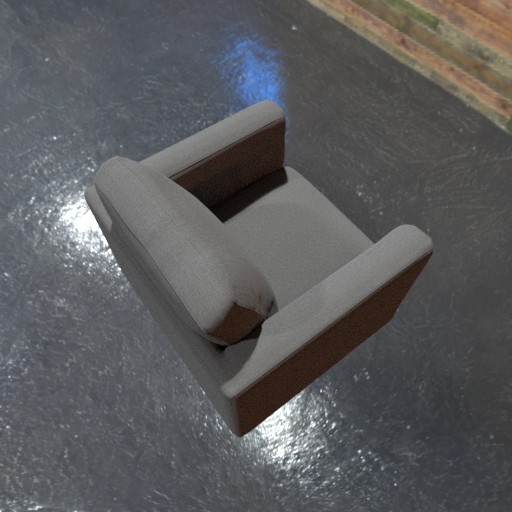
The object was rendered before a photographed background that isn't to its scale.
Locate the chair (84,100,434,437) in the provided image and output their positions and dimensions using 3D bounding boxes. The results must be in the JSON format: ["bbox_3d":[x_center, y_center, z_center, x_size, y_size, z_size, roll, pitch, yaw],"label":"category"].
[{"bbox_3d":[0.000,0.000,1.588,0.800,0.927,0.854,-33,64,-18],"label":"chair"}]
